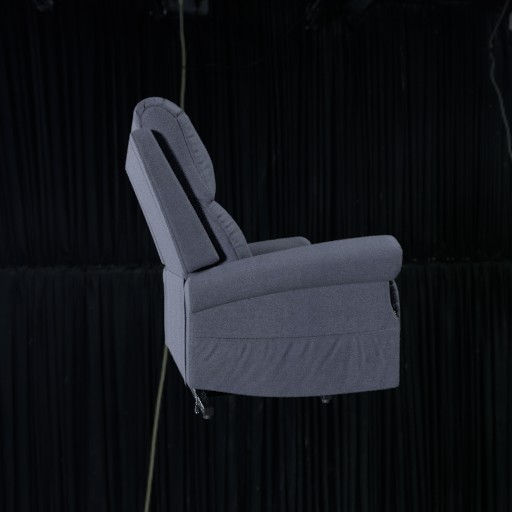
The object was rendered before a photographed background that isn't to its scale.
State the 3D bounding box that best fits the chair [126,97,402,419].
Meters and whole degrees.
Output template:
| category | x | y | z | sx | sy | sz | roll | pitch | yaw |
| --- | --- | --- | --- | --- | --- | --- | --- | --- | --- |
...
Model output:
| category | x | y | z | sx | sy | sz | roll | pitch | yaw |
| --- | --- | --- | --- | --- | --- | --- | --- | --- | --- |
| chair | 0.000 | 0.000 | 1.771 | 0.979 | 1.031 | 0.871 | -1 | 2 | -18 |
